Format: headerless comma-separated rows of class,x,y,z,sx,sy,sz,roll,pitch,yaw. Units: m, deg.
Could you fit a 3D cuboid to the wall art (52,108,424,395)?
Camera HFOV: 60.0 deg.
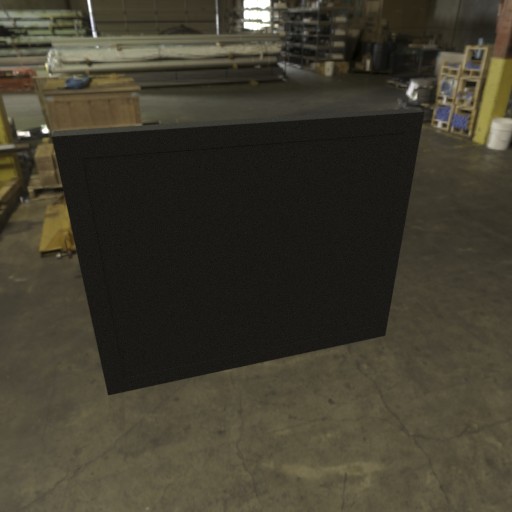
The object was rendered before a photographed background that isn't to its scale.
wall art,0.000,0.000,0.552,0.404,0.329,0.024,-8,30,-15
